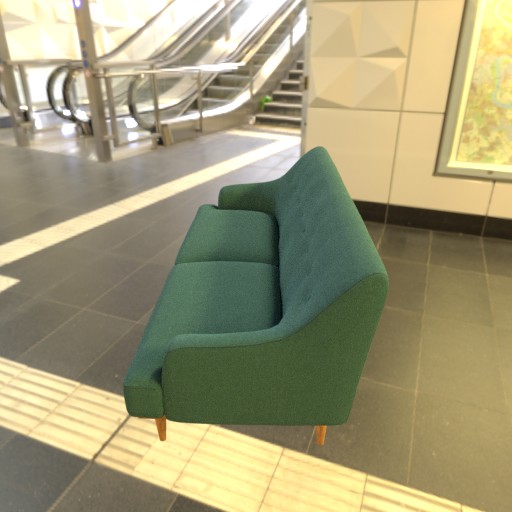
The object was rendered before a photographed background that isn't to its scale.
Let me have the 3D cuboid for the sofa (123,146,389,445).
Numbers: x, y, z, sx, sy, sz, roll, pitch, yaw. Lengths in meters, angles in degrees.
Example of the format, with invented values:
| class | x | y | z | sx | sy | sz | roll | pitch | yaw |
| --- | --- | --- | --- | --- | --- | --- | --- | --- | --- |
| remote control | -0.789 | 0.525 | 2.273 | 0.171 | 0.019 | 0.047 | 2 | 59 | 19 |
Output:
| class | x | y | z | sx | sy | sz | roll | pitch | yaw |
| --- | --- | --- | --- | --- | --- | --- | --- | --- | --- |
| sofa | 0.000 | 0.000 | 2.549 | 0.978 | 0.871 | 2.057 | 1 | 26 | 2 |
